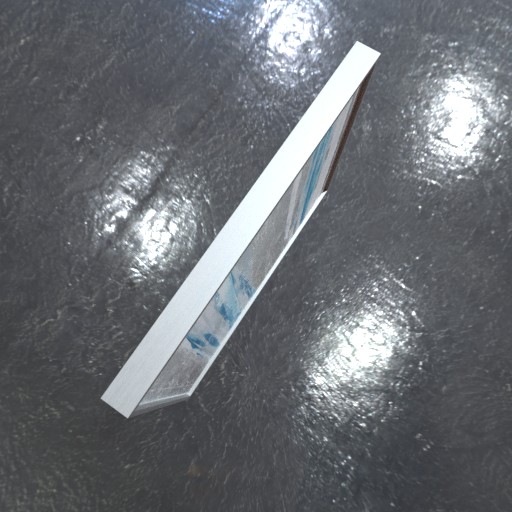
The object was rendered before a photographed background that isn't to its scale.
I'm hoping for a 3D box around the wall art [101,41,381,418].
[{"bbox_3d":[0.000,0.000,0.758,0.037,0.450,0.557,32,77,8],"label":"wall art"}]
